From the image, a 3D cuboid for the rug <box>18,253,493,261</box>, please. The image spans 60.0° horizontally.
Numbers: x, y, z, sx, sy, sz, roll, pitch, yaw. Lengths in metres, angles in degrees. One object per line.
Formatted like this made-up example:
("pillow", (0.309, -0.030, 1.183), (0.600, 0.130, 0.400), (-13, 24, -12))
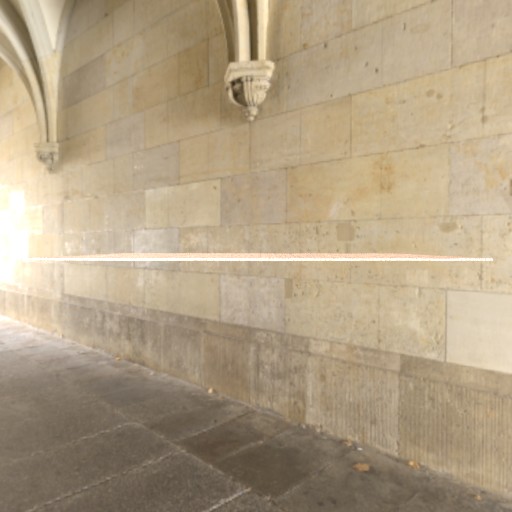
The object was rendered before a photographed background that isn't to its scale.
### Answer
("rug", (0.000, 0.000, 2.331), (1.840, 0.013, 1.225), (0, 1, 1))
